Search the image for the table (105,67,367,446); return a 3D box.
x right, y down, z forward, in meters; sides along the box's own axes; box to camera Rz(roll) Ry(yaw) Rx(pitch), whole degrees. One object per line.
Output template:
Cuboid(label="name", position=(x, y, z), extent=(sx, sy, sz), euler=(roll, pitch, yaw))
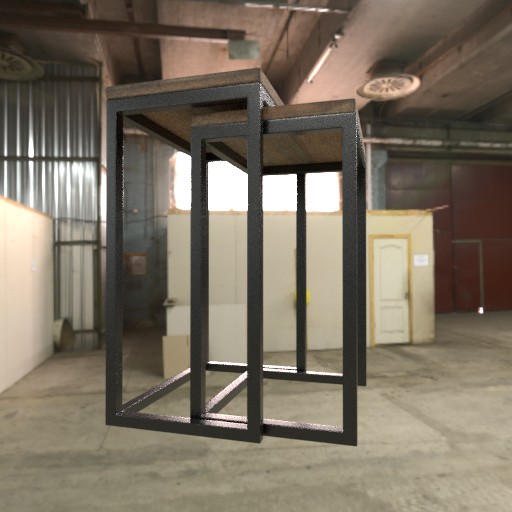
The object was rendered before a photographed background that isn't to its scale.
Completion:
Cuboid(label="table", position=(0.000, 0.000, 0.953), extent=(0.460, 0.615, 0.456), euler=(0, -1, 19))
